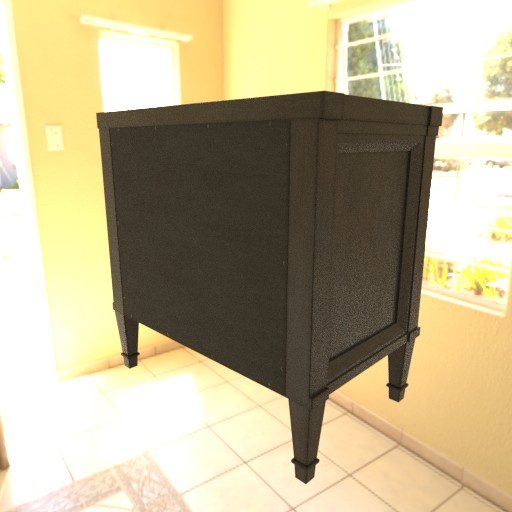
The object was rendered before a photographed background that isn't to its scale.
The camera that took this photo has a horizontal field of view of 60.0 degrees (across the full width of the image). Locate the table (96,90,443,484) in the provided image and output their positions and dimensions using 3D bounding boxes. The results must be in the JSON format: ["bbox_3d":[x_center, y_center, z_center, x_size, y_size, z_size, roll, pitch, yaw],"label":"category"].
[{"bbox_3d":[0.000,0.000,1.054,0.660,0.660,0.413,13,20,42],"label":"table"}]
